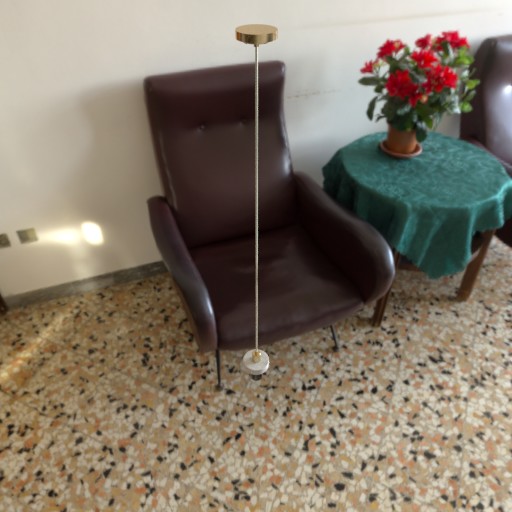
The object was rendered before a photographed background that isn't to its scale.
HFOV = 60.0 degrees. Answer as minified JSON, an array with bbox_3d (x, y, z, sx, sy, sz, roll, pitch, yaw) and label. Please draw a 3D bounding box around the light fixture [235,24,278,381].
[{"bbox_3d":[0.000,0.000,1.788,0.129,1.669,0.129,23,45,25],"label":"light fixture"}]
